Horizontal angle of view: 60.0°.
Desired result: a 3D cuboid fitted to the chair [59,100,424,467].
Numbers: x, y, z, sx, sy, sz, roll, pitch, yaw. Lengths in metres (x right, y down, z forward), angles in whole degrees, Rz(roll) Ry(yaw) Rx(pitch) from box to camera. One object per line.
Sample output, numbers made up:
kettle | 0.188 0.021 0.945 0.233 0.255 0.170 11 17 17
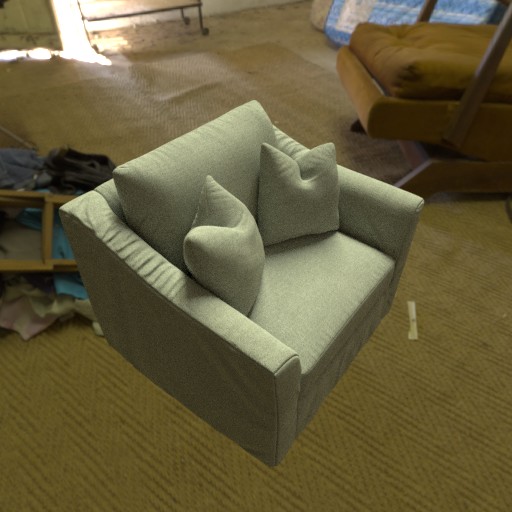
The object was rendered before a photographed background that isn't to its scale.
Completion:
chair | 0.000 0.000 2.048 1.071 1.059 1.194 27 48 27
